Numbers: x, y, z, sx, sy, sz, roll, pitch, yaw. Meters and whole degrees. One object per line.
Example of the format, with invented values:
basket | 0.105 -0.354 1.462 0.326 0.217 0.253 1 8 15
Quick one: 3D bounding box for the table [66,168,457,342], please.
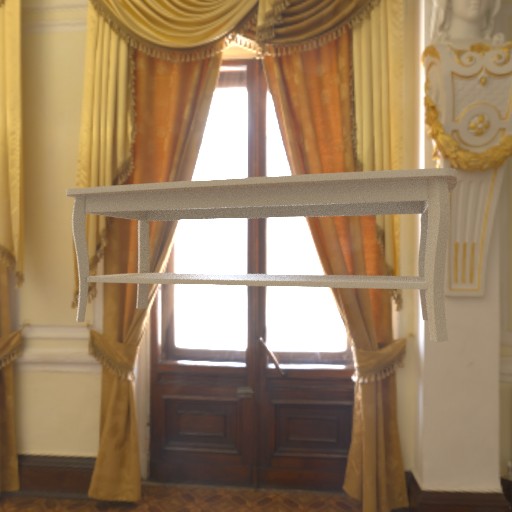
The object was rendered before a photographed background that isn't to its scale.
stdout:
table | 0.000 0.000 1.620 1.334 0.474 0.561 0 0 18
